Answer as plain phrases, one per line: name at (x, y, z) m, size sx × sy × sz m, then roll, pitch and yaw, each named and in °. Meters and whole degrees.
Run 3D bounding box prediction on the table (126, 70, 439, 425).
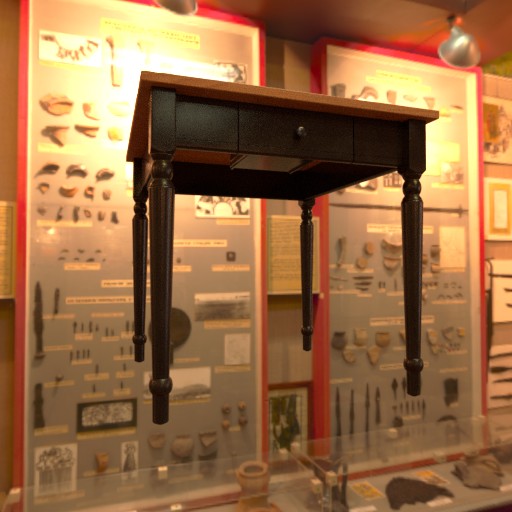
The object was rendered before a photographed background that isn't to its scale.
table at (0.000, 0.000, 1.367) m, size 0.747 × 0.738 × 0.747 m, roll 0°, pitch -2°, yaw -19°
